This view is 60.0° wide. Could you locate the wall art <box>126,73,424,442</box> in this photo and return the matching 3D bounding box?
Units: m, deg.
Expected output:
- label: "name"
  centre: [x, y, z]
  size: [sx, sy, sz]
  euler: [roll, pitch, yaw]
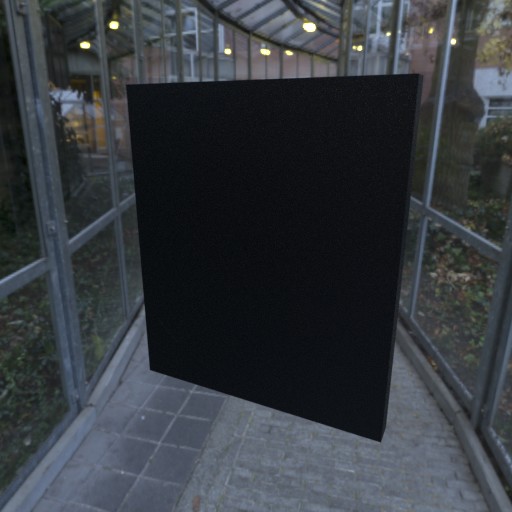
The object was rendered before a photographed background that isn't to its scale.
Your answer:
- label: "wall art"
  centre: [0.000, 0.000, 0.516]
  size: [0.325, 0.380, 0.028]
  euler: [9, 20, 25]
